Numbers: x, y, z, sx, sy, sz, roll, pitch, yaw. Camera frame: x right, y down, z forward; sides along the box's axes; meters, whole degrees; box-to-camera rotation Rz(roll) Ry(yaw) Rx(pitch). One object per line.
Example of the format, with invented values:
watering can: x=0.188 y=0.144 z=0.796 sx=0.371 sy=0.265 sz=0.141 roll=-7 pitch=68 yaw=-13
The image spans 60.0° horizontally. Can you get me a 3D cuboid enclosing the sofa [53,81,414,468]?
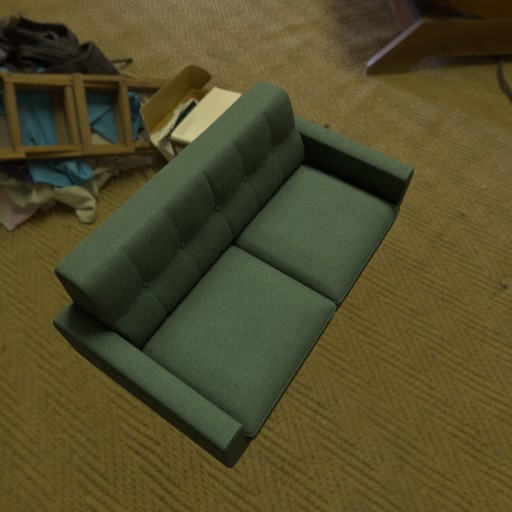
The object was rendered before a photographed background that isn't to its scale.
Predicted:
sofa: x=0.000 y=0.000 z=2.134 sx=0.909 sy=0.841 sz=1.631 roll=30 pitch=62 yaw=18
